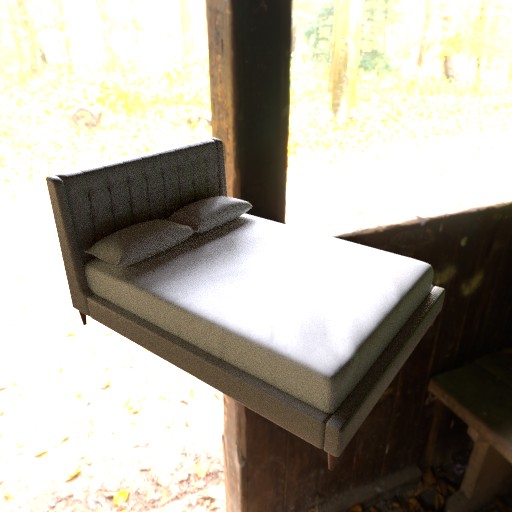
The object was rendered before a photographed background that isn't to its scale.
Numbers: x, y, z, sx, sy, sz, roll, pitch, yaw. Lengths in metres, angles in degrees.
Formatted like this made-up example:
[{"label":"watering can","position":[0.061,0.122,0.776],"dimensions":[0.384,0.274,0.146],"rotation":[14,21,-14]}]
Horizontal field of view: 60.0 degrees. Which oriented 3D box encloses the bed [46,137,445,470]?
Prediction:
[{"label":"bed","position":[0.000,0.000,3.126],"dimensions":[2.232,1.147,1.656],"rotation":[18,31,33]}]
